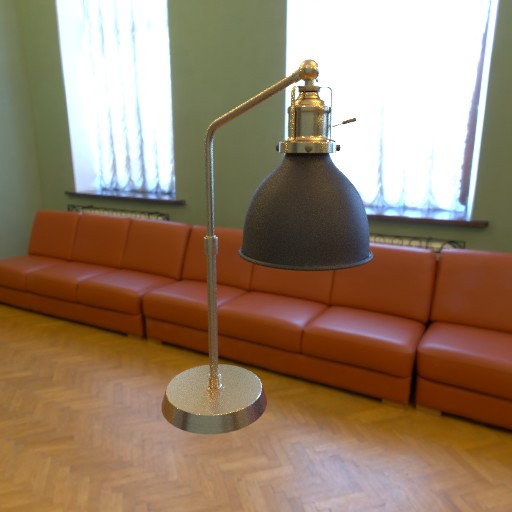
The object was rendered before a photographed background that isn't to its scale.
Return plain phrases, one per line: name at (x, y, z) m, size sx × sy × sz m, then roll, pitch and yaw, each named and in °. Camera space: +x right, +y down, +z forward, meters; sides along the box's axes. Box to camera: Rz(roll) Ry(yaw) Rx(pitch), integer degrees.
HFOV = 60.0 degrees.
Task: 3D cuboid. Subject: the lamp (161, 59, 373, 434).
lamp at (0.000, 0.000, 0.565) m, size 0.291 × 0.456 × 0.160 m, roll 7°, pitch 16°, yaw 26°
